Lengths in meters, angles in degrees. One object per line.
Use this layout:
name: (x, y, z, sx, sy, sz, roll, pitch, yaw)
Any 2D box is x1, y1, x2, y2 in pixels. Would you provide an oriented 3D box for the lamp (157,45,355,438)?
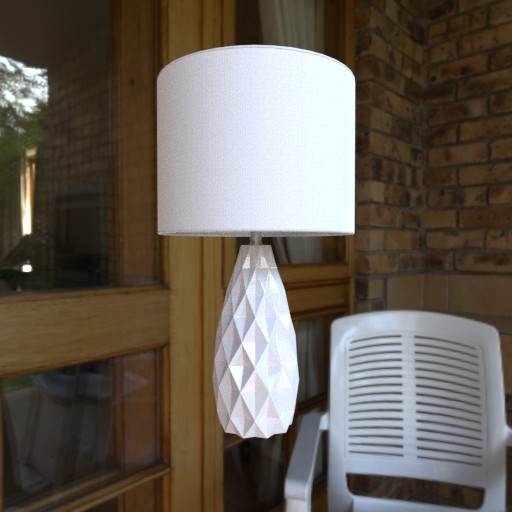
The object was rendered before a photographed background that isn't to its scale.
lamp: (0.000, 0.000, 0.686, 0.297, 0.522, 0.297, 0, 1, 0)
